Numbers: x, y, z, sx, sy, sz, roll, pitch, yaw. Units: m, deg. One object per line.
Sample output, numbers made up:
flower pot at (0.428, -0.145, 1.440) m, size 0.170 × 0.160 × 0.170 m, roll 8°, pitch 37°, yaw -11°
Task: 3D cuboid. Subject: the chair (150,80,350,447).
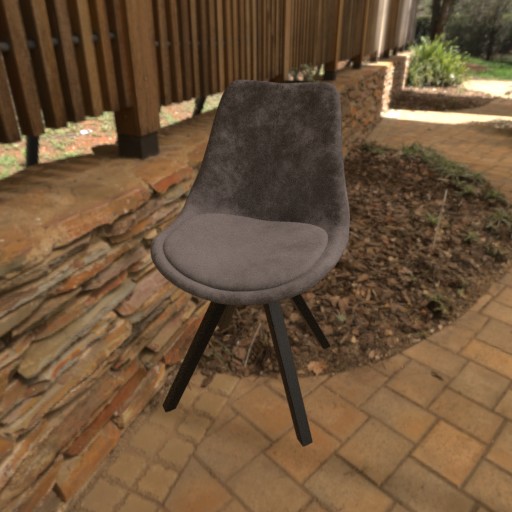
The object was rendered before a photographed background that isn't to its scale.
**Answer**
chair at (0.000, 0.000, 1.218) m, size 0.485 × 0.850 × 0.550 m, roll 8°, pitch 28°, yaw 15°
